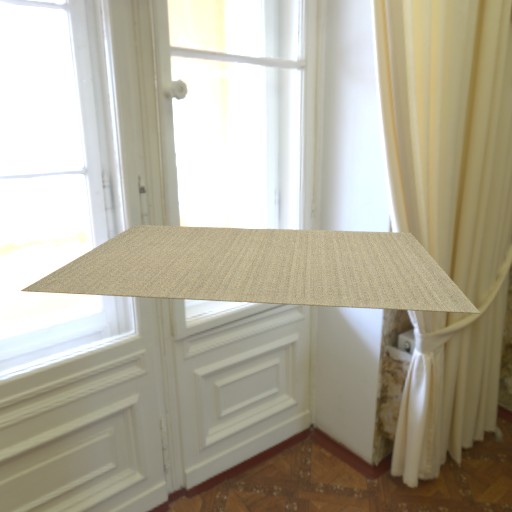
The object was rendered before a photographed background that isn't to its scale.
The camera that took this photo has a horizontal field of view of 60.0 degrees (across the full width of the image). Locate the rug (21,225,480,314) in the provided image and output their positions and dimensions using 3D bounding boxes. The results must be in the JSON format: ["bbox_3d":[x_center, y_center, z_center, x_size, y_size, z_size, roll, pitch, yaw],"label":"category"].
[{"bbox_3d":[0.000,0.000,3.704,2.895,0.006,1.981,2,17,7],"label":"rug"}]
